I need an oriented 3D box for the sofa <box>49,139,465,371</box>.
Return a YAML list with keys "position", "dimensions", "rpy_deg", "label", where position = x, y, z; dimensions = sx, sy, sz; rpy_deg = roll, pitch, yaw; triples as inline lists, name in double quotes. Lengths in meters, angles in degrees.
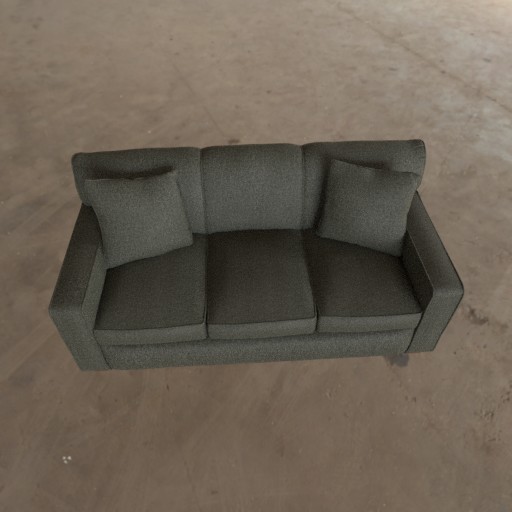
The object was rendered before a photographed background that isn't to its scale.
- position: [0.000, 0.000, 2.538]
  dimensions: [2.024, 0.958, 0.997]
  rpy_deg: [-3, 47, -3]
  label: "sofa"
